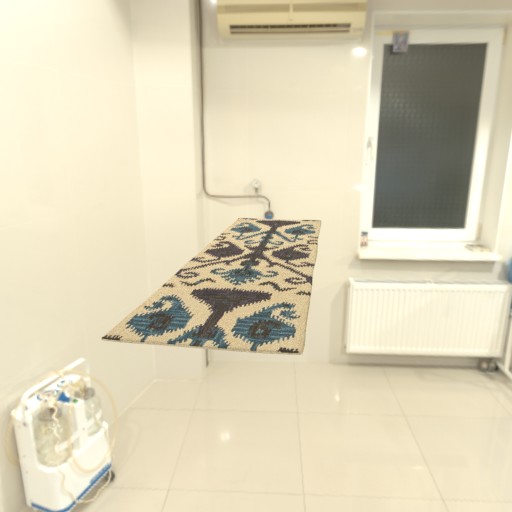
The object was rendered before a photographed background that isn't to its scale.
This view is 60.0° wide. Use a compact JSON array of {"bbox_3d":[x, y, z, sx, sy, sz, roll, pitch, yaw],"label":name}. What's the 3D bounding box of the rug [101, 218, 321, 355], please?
[{"bbox_3d":[0.000,0.000,2.549,0.692,0.017,2.301,3,15,9],"label":"rug"}]
